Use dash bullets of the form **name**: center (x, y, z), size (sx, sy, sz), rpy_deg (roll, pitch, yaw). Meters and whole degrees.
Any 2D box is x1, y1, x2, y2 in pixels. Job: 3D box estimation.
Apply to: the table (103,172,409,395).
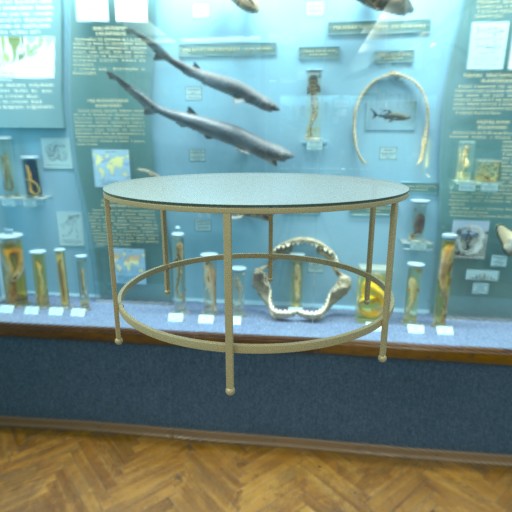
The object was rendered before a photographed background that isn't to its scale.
- **table**: center (0.000, 0.000, 1.453), size (0.914, 0.470, 0.914), rpy_deg (0, 15, 0)
